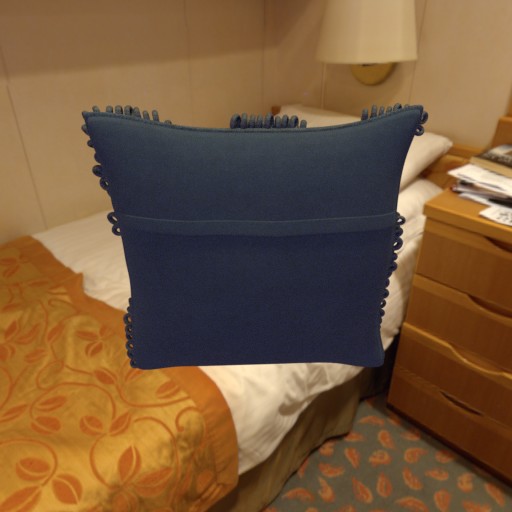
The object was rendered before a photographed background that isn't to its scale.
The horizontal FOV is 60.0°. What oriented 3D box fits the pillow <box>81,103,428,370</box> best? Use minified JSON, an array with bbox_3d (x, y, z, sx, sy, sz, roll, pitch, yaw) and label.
[{"bbox_3d":[0.000,0.000,0.705,0.469,0.466,0.172,-1,31,-1],"label":"pillow"}]
